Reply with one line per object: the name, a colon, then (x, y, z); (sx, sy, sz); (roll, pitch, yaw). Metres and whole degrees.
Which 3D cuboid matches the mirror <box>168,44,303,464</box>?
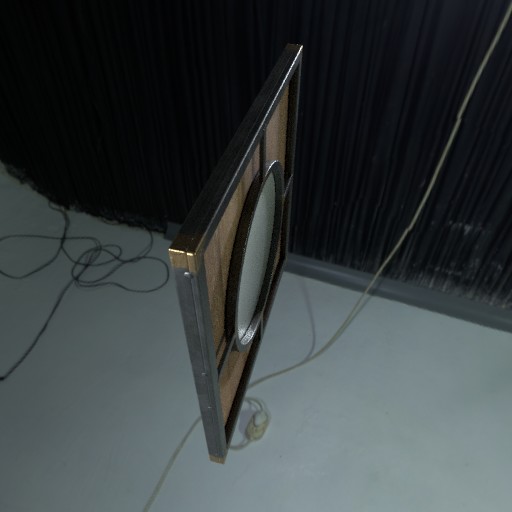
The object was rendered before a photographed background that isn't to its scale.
mirror: (0.000, 0.000, 0.561); (0.020, 0.381, 0.382); (11, 46, 10)
